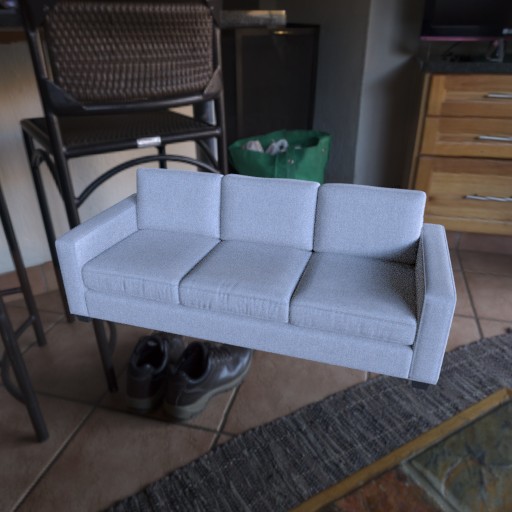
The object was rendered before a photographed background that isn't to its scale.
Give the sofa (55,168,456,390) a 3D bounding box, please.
[{"bbox_3d":[0.000,0.000,2.653,2.120,0.800,0.900,8,28,15],"label":"sofa"}]
